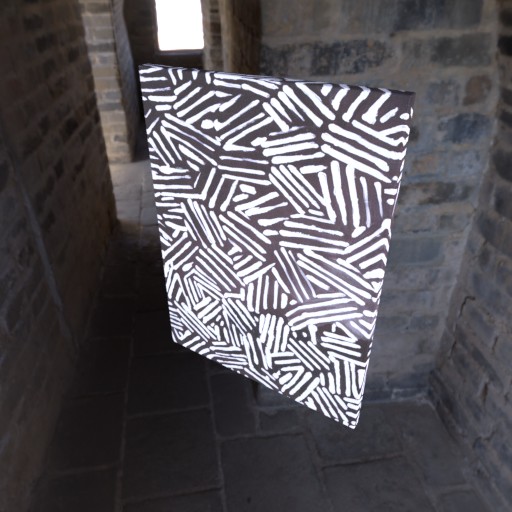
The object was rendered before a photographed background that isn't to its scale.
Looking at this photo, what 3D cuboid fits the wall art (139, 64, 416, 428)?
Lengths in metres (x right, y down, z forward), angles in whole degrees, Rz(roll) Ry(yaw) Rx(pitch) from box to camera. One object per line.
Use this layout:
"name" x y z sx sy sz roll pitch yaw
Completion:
"wall art" 0.000 0.000 1.339 0.765 1.017 0.038 18 35 28
